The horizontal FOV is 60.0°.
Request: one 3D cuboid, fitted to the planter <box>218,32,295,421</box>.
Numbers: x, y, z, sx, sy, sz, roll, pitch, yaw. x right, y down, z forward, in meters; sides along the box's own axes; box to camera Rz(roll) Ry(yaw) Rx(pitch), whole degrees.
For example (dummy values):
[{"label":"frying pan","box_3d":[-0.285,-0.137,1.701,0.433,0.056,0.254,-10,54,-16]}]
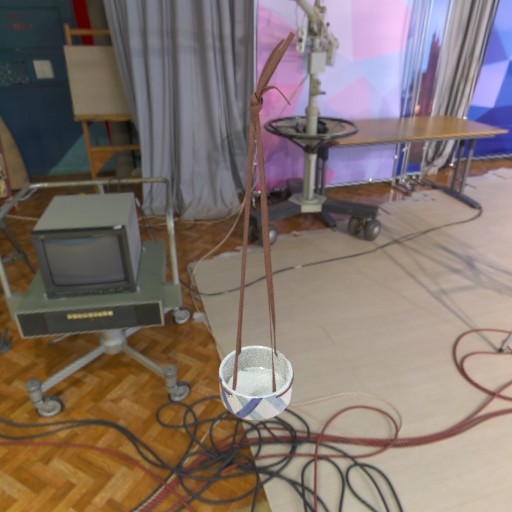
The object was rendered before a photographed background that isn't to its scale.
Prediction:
[{"label":"planter","box_3d":[0.000,0.000,0.831,0.166,0.751,0.166,19,35,29]}]
